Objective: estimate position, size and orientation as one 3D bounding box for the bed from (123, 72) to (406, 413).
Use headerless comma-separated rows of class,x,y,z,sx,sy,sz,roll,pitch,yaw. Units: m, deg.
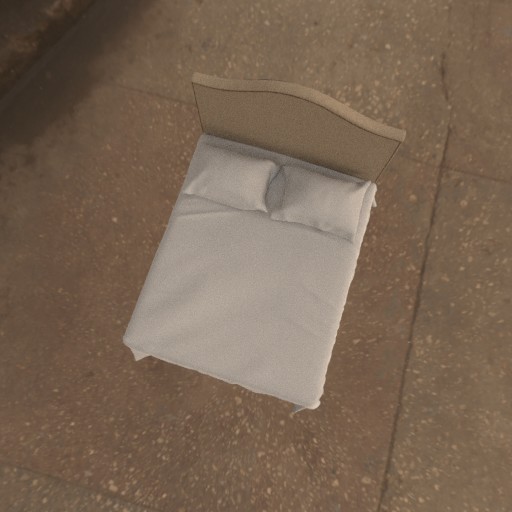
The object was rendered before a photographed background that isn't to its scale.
bed,0.000,0.000,3.535,1.876,1.645,2.221,17,77,4
